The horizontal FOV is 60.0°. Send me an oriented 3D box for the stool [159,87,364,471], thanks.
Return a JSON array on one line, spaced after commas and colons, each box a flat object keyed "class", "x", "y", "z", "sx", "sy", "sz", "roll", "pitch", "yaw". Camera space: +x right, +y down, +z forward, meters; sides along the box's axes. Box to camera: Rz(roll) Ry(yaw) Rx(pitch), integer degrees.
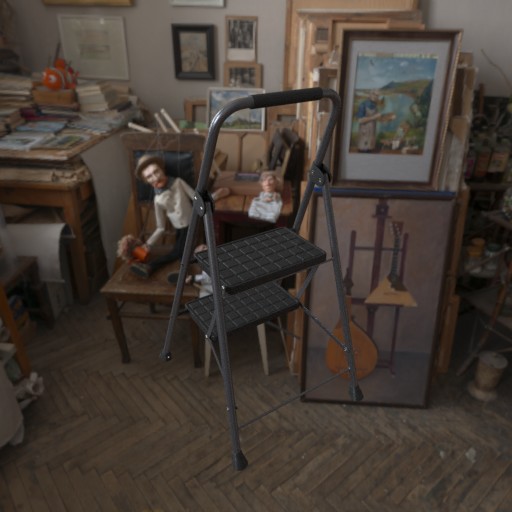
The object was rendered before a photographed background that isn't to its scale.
[{"class": "stool", "x": 0.000, "y": 0.000, "z": 1.188, "sx": 0.450, "sy": 0.872, "sz": 0.514, "roll": -18, "pitch": 34, "yaw": -28}]
